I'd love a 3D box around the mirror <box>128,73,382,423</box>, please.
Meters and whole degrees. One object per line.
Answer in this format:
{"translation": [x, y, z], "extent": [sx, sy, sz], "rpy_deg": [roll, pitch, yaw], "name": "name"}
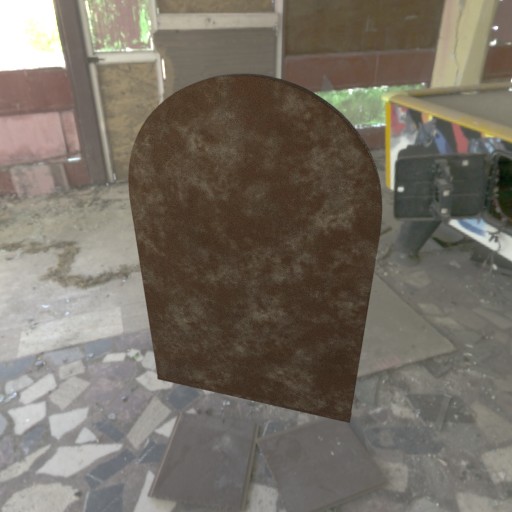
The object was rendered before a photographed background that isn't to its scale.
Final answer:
{"translation": [0.000, 0.000, 0.984], "extent": [0.510, 0.770, 0.137], "rpy_deg": [8, 32, 14], "name": "mirror"}
